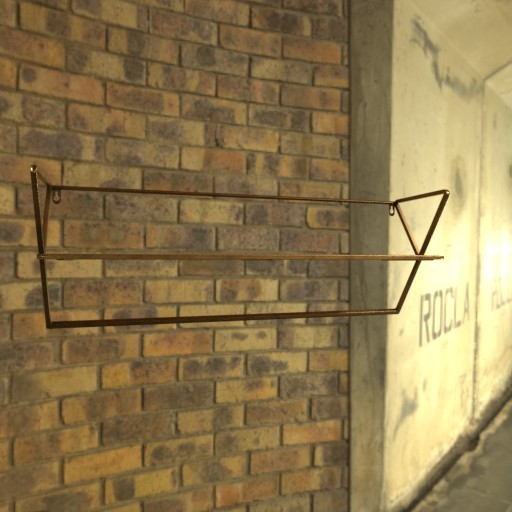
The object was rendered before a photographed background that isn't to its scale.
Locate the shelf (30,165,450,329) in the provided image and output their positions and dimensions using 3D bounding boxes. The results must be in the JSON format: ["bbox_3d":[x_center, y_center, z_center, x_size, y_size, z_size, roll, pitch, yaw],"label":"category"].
[{"bbox_3d":[0.000,0.000,0.727,0.645,0.229,0.150,0,-1,-18],"label":"shelf"}]
